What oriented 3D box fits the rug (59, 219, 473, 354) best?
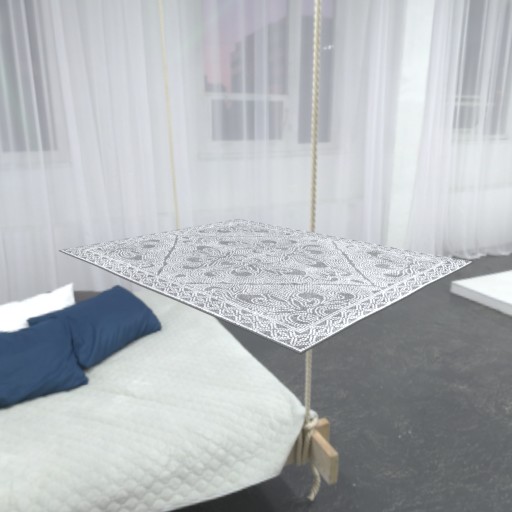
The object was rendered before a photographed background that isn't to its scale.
[{"bbox_3d":[0.000,0.000,4.118,2.438,0.012,3.048,-14,21,-43],"label":"rug"}]
